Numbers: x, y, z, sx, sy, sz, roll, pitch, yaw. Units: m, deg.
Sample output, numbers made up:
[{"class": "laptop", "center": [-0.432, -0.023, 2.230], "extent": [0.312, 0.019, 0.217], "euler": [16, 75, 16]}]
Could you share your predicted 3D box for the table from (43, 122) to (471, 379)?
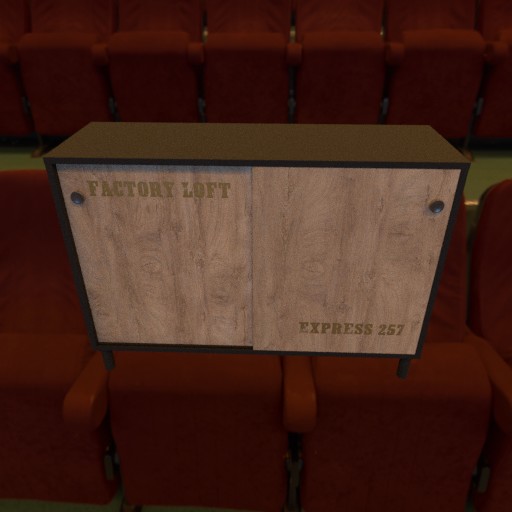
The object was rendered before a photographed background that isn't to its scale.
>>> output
[{"class": "table", "center": [0.000, 0.000, 1.621], "extent": [1.200, 0.855, 0.400], "euler": [1, 31, 2]}]
